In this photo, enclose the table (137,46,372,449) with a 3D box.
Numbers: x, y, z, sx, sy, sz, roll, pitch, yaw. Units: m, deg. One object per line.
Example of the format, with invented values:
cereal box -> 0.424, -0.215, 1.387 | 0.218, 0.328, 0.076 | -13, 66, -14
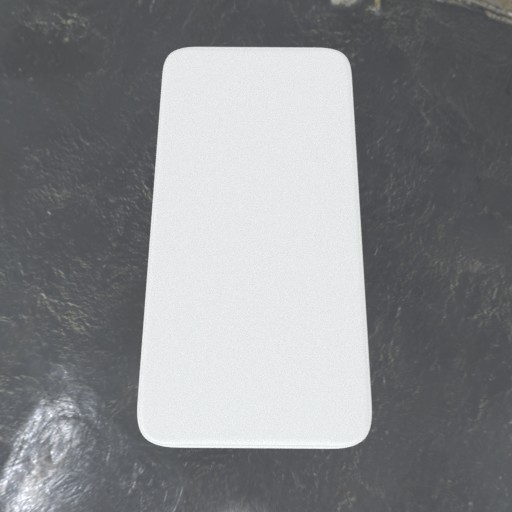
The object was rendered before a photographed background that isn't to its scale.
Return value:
table -> 0.000, 0.000, 1.641 | 0.610, 0.737, 1.219 | 0, 74, 0
